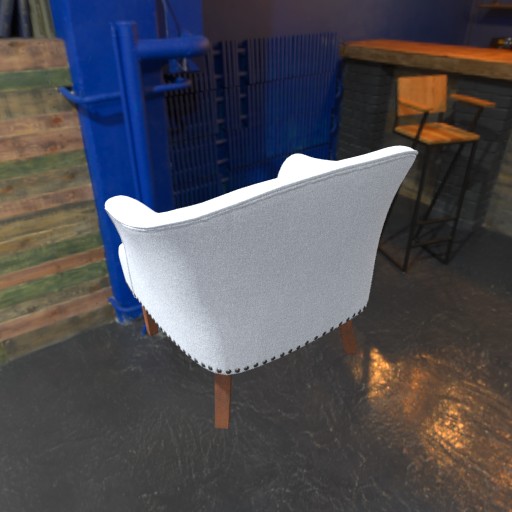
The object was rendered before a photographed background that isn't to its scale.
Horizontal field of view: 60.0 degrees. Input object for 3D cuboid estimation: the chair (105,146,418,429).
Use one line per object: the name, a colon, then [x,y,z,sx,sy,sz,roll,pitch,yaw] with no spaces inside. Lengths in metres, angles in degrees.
chair: [0.000,0.000,1.442,0.798,0.815,0.704,-19,36,-29]
